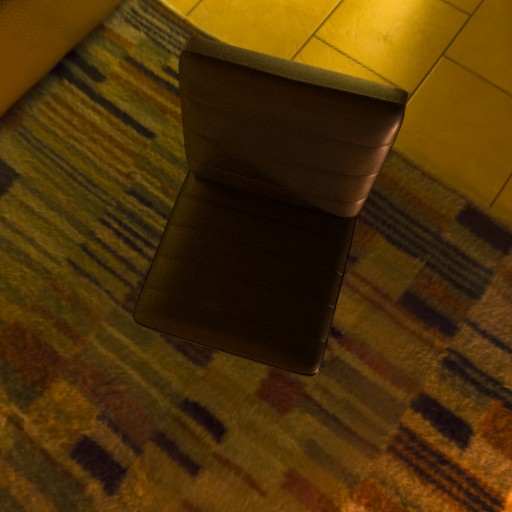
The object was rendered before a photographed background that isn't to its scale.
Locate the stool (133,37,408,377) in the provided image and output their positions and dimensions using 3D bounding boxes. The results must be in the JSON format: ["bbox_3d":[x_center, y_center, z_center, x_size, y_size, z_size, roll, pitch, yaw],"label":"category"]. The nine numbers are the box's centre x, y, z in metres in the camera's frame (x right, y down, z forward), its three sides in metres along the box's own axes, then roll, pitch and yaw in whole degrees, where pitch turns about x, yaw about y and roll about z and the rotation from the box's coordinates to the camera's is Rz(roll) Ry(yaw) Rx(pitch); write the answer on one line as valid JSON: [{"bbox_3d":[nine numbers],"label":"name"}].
[{"bbox_3d":[0.000,0.000,1.216,0.457,0.938,0.552,16,75,4],"label":"stool"}]
